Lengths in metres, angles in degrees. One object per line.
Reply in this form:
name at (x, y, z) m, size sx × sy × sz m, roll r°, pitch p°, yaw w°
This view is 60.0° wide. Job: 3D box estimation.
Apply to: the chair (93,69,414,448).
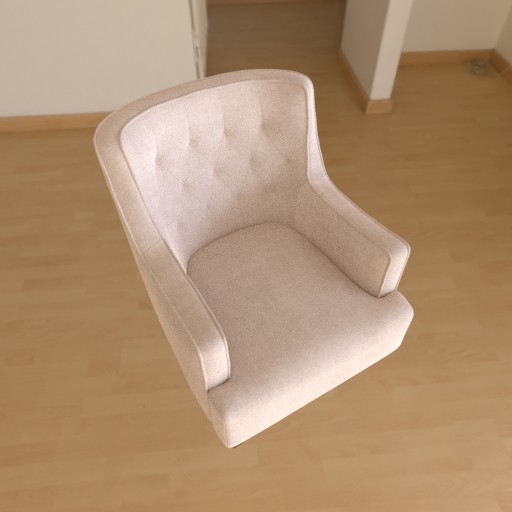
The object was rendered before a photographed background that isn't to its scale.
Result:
chair at (0.000, 0.000, 1.571) m, size 0.781 × 0.920 × 0.910 m, roll -24°, pitch 52°, yaw -20°
